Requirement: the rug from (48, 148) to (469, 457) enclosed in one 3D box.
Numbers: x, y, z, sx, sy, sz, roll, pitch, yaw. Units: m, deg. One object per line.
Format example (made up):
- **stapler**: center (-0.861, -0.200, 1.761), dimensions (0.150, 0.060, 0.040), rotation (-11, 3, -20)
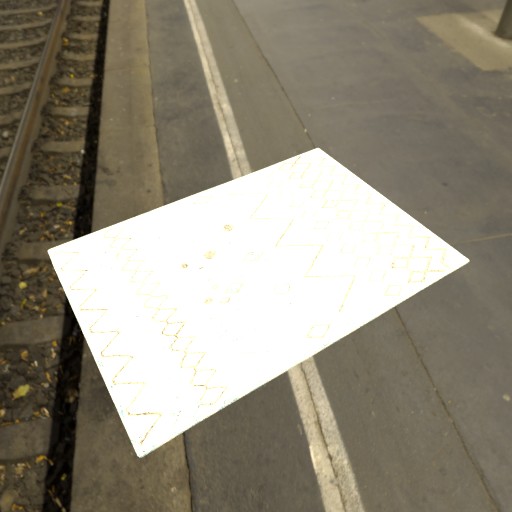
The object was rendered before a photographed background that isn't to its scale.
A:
- **rug**: center (0.000, 0.000, 2.317), dimensions (1.820, 0.009, 1.260), rotation (-25, 51, -22)
